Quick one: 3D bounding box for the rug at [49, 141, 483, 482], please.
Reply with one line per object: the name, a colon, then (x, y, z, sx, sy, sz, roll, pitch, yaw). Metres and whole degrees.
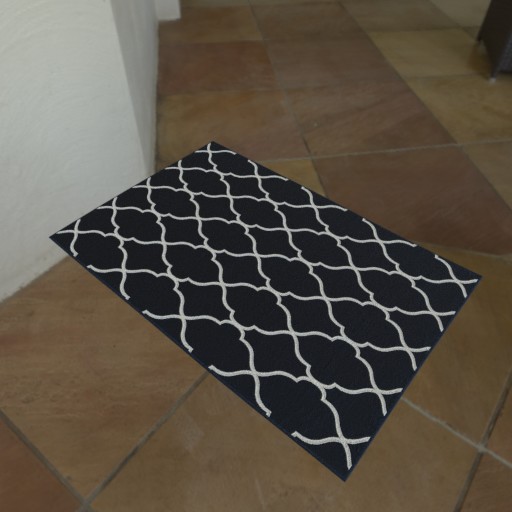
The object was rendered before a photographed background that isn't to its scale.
rug: (0.000, 0.000, 2.777, 2.290, 0.014, 1.526, 32, 54, 27)
